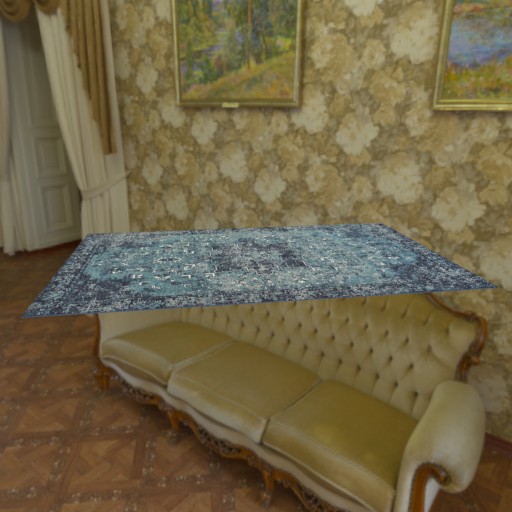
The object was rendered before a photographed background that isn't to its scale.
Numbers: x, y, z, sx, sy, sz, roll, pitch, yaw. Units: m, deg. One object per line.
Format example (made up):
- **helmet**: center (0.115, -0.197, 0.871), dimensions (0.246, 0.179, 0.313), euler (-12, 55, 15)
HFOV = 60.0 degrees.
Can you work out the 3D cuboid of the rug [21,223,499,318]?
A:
- **rug**: center (0.000, 0.000, 2.944), dimensions (2.440, 0.007, 1.525), euler (-3, 18, -8)
